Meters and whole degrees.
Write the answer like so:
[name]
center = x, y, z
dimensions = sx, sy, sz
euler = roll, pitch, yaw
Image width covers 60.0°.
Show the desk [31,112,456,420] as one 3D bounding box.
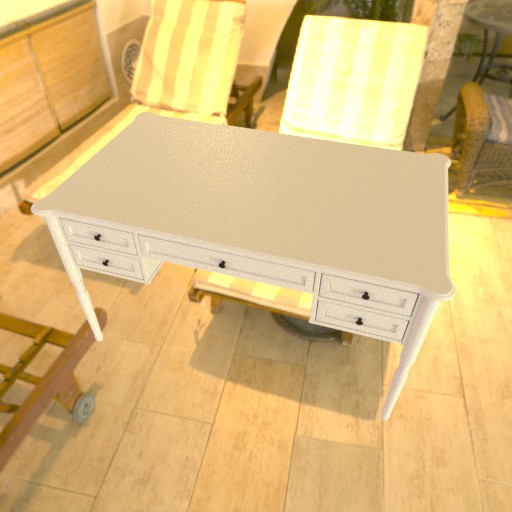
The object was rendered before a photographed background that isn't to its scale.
[desk]
center = 0.000, 0.000, 1.877
dimensions = 1.380, 0.762, 0.807
euler = 12, 44, 13
